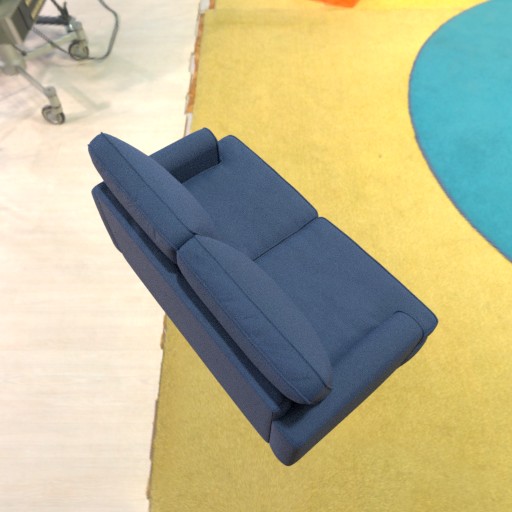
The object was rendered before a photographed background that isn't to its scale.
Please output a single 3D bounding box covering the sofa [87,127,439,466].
[{"bbox_3d":[0.000,0.000,2.222,0.965,0.965,1.651,-34,63,-20],"label":"sofa"}]
